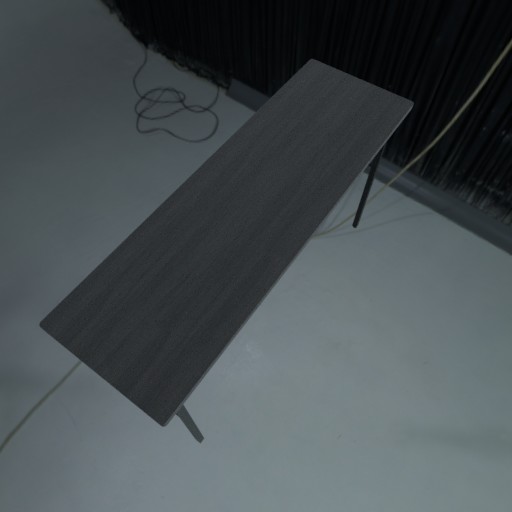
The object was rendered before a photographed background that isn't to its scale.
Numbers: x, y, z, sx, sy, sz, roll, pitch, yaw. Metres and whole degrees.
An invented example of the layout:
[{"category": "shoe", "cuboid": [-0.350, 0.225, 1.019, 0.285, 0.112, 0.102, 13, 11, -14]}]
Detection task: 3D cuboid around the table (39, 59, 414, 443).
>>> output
[{"category": "table", "cuboid": [0.000, 0.000, 1.740, 0.449, 0.750, 1.399, 31, 64, 17]}]
